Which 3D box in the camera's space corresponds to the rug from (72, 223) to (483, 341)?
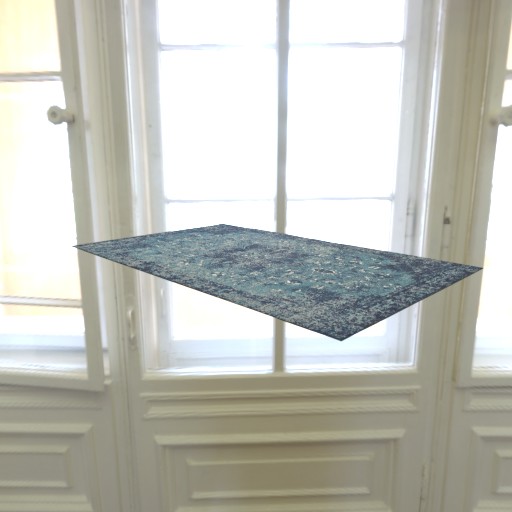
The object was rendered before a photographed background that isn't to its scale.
[{"bbox_3d":[0.000,0.000,3.041,1.525,0.007,2.440,-13,18,-43],"label":"rug"}]
